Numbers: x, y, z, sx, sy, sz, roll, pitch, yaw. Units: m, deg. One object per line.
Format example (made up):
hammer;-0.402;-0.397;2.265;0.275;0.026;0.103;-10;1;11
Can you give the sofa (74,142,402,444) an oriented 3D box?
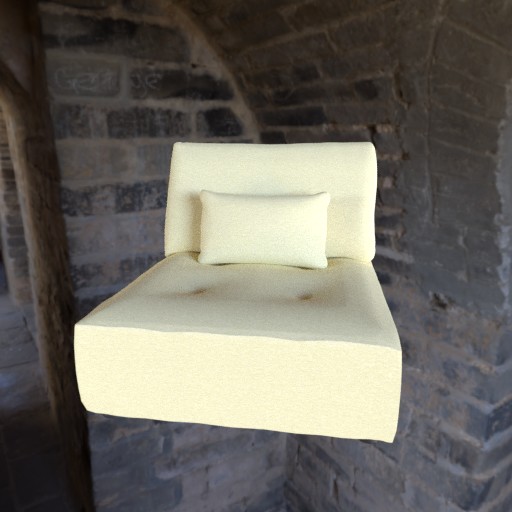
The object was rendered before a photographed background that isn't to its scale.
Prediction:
sofa;0.000;0.000;1.653;0.930;0.820;1.000;2;15;8
